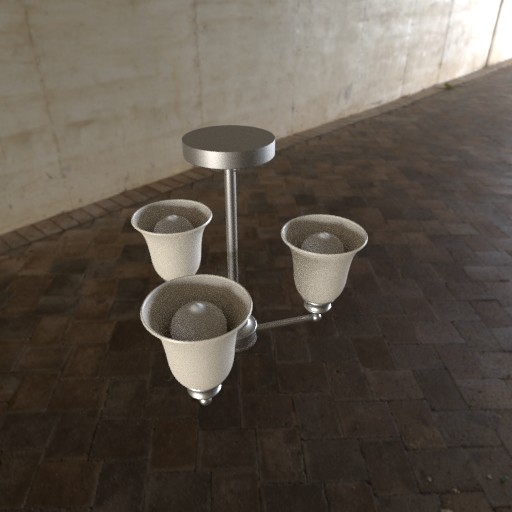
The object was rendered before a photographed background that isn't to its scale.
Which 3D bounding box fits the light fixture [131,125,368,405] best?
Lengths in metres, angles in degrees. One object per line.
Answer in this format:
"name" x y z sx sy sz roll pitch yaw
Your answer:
"light fixture" 0.000 0.000 0.677 0.354 0.370 0.388 -8 32 -14
